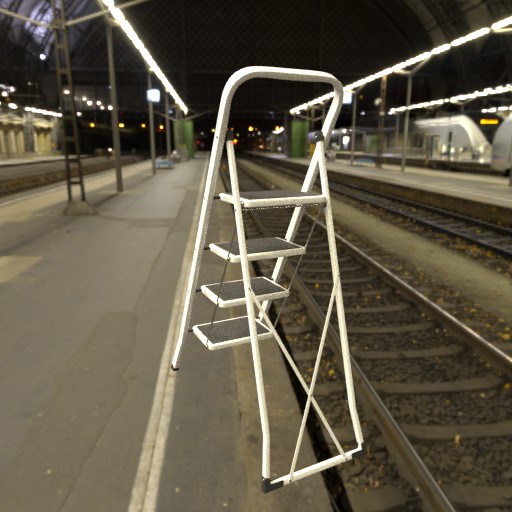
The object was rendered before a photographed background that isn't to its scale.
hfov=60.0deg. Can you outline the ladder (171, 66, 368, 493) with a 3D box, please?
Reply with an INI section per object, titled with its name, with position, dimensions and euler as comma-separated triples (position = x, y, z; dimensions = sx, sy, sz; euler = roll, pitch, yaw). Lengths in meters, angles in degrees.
[ladder]
position = 0.000, 0.000, 1.690
dimensions = 0.460, 1.265, 0.914
euler = -7, 16, -26
